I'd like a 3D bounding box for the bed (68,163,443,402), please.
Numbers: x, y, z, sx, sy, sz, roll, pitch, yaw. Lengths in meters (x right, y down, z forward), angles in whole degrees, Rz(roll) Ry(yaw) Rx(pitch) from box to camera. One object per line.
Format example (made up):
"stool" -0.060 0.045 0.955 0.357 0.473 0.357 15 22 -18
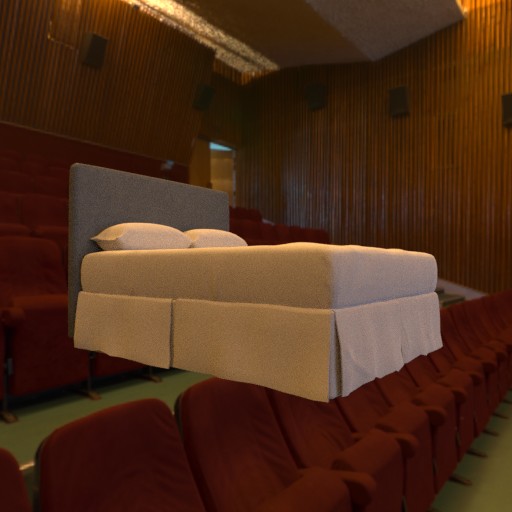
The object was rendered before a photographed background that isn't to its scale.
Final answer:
"bed" 0.000 0.000 3.145 2.142 1.330 1.713 -1 -2 37
